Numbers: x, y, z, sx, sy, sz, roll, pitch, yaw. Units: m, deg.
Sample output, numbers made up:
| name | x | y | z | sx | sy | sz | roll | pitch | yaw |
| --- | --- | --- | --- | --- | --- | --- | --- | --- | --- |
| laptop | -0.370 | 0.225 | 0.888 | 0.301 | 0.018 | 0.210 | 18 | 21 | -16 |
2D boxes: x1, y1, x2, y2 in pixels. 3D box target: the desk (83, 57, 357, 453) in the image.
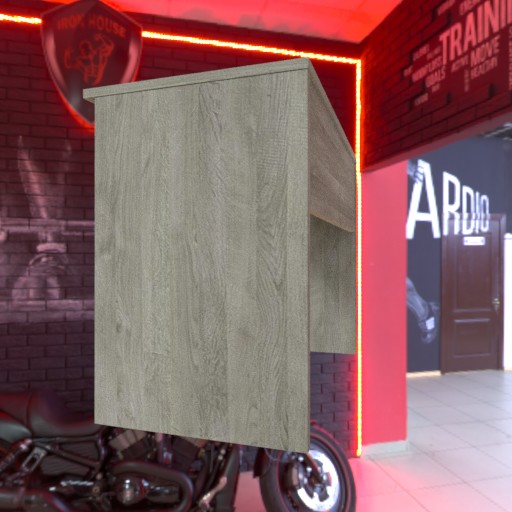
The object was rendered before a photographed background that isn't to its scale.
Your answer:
| name | x | y | z | sx | sy | sz | roll | pitch | yaw |
| --- | --- | --- | --- | --- | --- | --- | --- | --- | --- |
| desk | 0.000 | 0.000 | 1.309 | 0.498 | 0.724 | 0.893 | 0 | 0 | 18 |
